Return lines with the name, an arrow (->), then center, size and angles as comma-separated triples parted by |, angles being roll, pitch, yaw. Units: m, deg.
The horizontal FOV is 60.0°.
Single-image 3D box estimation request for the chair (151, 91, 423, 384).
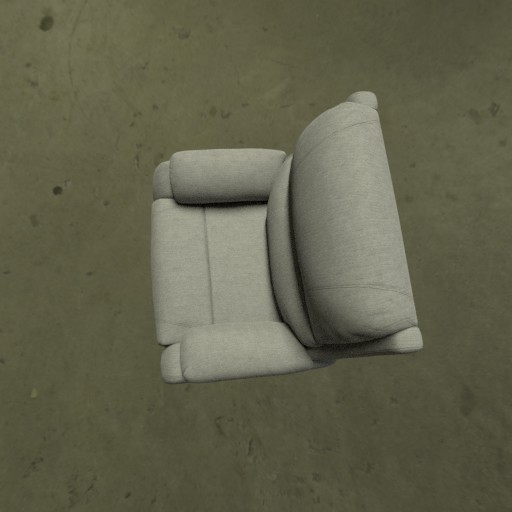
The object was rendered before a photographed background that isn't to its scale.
chair -> 0.000, 0.000, 1.762 | 0.899, 1.011, 0.930 | -6, 76, -1
